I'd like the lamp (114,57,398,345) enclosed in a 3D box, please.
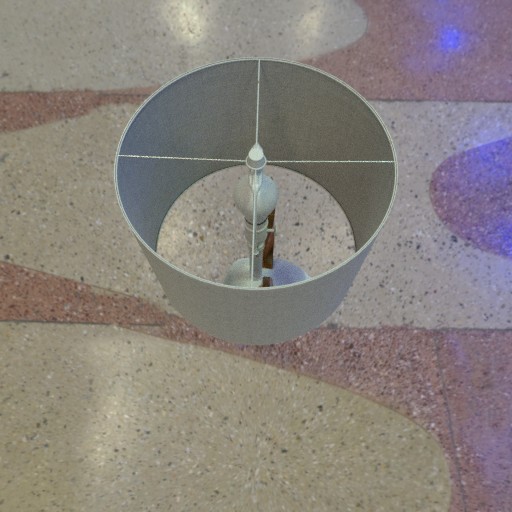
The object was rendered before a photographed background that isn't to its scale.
[{"bbox_3d":[0.000,0.000,0.693,0.298,0.503,0.298,1,65,1],"label":"lamp"}]
